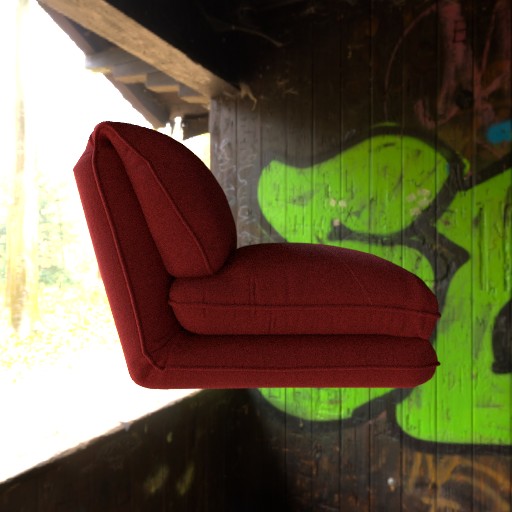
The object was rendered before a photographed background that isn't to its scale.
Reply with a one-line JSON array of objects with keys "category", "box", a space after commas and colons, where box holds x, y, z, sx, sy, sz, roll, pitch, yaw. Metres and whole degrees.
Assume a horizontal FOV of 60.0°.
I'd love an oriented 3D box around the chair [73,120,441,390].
[{"category": "chair", "box": [0.000, 0.000, 1.298, 0.780, 0.580, 0.820, 0, 0, -1]}]
